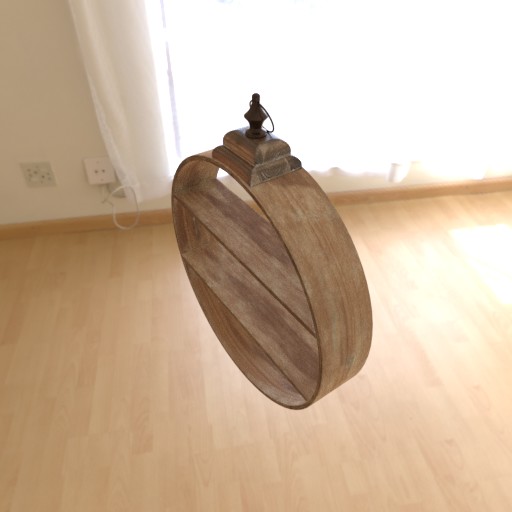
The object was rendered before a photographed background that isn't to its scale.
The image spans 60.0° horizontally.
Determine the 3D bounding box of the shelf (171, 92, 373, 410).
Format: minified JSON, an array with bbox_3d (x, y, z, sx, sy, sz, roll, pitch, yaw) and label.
[{"bbox_3d":[0.000,0.000,0.984,0.125,0.725,0.601,-24,46,-26],"label":"shelf"}]
